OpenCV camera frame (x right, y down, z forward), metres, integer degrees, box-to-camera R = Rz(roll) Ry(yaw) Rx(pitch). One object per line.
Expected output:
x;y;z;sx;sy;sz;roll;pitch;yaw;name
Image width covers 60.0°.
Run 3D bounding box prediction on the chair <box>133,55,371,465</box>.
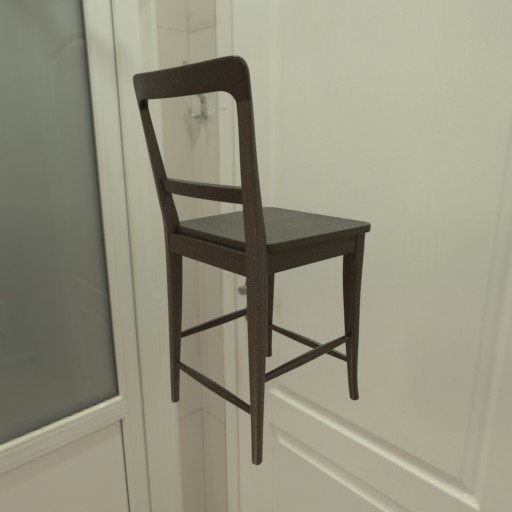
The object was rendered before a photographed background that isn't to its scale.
0.000;0.000;1.301;0.546;0.991;0.450;-14;21;-41;chair
